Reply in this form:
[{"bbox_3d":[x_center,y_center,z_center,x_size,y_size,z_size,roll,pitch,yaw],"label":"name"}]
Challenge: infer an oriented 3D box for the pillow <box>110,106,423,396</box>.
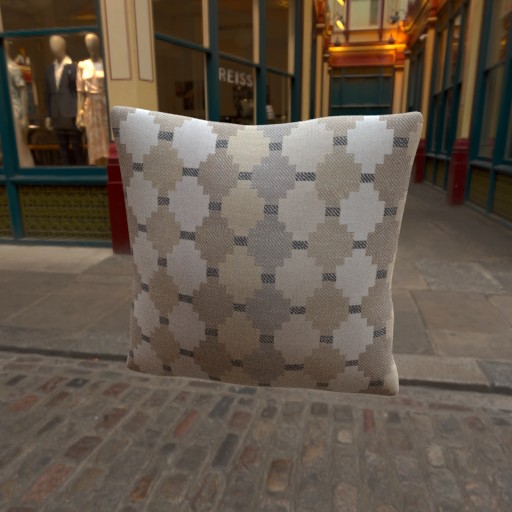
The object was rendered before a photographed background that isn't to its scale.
[{"bbox_3d":[0.000,0.000,0.862,0.578,0.558,0.192,3,16,9],"label":"pillow"}]
